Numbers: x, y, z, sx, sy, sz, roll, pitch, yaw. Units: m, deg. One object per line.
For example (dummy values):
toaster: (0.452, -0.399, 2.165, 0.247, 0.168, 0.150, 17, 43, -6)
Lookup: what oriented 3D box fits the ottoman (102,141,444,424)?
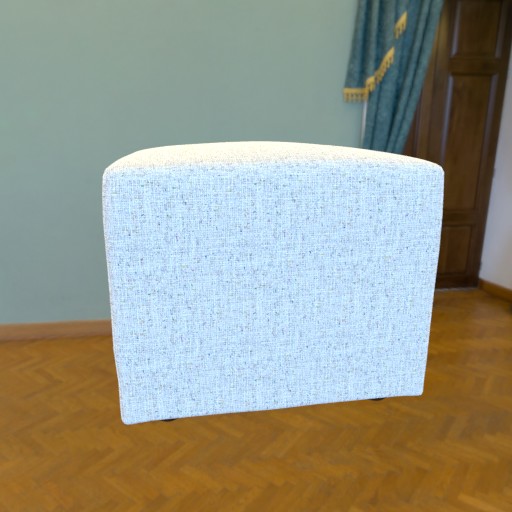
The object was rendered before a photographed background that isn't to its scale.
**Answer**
ottoman: (0.000, 0.000, 0.912, 0.512, 0.453, 0.521, -3, 16, -9)
